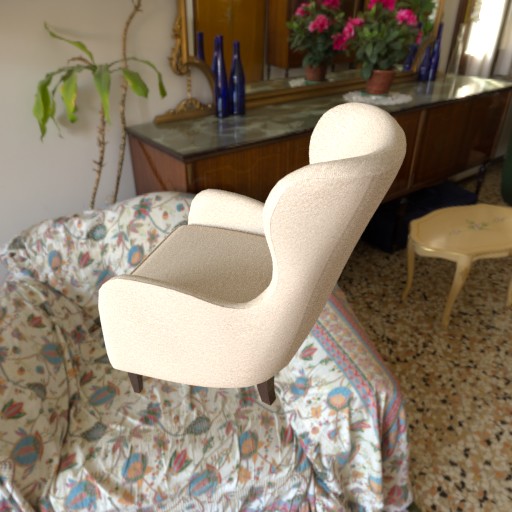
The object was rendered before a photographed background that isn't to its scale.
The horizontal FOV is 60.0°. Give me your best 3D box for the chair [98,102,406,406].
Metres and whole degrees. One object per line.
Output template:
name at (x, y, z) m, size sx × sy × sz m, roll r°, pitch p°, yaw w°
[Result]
chair at (0.000, 0.000, 1.756) m, size 0.984 × 1.064 × 0.861 m, roll 8°, pitch 31°, yaw 14°
